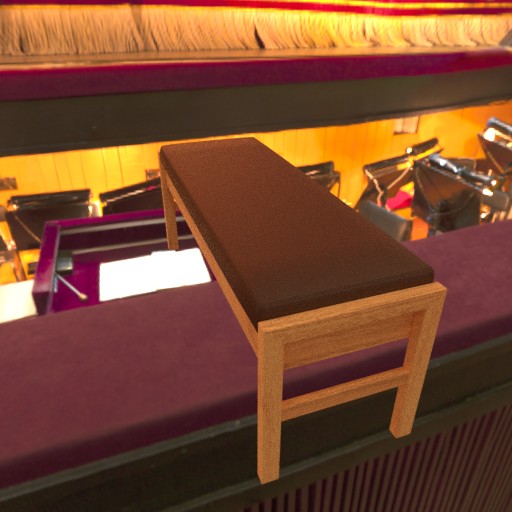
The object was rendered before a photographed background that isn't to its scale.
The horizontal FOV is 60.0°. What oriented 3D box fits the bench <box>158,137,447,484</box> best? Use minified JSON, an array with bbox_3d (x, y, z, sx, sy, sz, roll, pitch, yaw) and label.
[{"bbox_3d":[0.000,0.000,1.442,0.405,0.480,1.200,-10,31,-17],"label":"bench"}]
